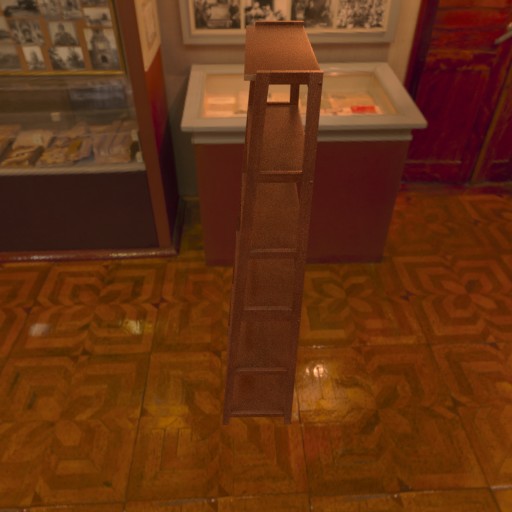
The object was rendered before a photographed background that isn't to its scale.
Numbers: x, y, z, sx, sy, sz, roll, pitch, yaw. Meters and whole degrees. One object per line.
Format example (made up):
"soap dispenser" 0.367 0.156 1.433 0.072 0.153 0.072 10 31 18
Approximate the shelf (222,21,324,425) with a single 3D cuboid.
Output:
"shelf" 0.000 0.000 2.117 0.382 1.892 0.660 0 39 0
